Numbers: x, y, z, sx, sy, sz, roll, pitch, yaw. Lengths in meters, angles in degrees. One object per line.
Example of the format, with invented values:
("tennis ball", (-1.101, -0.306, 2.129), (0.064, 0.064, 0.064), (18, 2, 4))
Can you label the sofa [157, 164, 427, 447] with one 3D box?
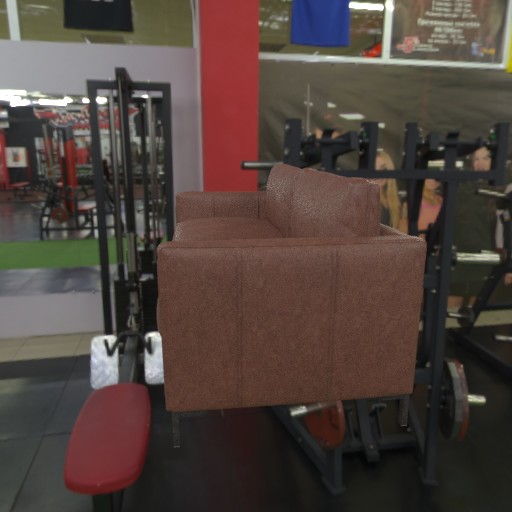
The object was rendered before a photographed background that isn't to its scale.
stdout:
("sofa", (0.000, 0.000, 2.258), (0.899, 0.883, 1.797), (-2, 14, -8))
